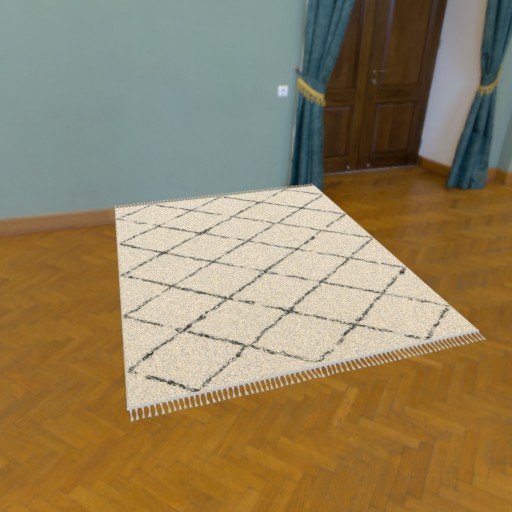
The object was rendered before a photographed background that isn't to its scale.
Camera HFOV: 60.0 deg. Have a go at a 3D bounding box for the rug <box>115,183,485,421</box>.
[{"bbox_3d":[0.000,0.000,3.980,2.380,0.013,3.051,-9,31,-14],"label":"rug"}]
